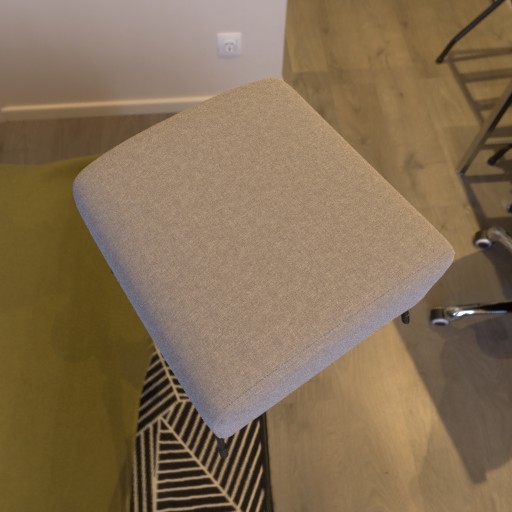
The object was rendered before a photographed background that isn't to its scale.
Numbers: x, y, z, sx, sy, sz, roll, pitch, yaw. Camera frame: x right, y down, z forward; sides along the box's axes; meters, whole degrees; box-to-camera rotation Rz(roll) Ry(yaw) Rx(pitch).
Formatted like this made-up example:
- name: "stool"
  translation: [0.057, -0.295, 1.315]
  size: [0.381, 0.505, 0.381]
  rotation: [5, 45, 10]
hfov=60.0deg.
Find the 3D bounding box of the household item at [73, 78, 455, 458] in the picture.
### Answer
- name: "household item"
  translation: [0.000, 0.000, 0.902]
  size: [0.530, 0.410, 0.530]
  rotation: [-31, 67, -15]
